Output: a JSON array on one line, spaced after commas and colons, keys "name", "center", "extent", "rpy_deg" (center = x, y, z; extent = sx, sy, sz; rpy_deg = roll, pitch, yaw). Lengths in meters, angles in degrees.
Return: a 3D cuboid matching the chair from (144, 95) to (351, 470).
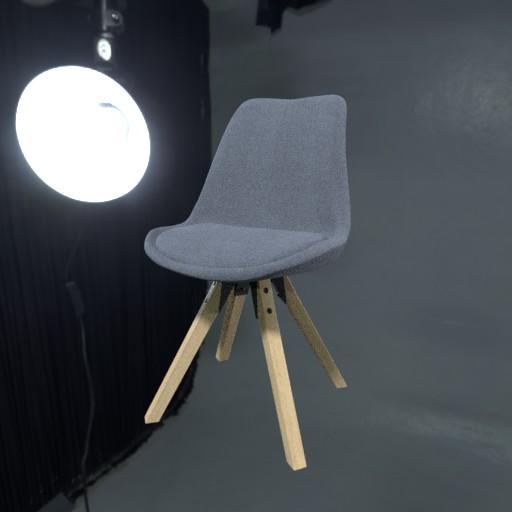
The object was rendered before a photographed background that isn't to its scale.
[{"name": "chair", "center": [0.000, 0.000, 1.184], "extent": [0.485, 0.850, 0.550], "rpy_deg": [6, 15, 24]}]
